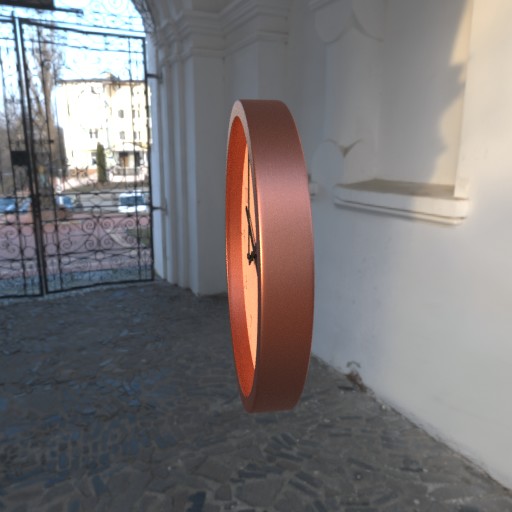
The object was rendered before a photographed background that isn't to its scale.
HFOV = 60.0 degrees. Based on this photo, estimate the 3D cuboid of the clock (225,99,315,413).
[{"bbox_3d":[0.000,0.000,0.471,0.040,0.313,0.313,-2,14,-8],"label":"clock"}]
